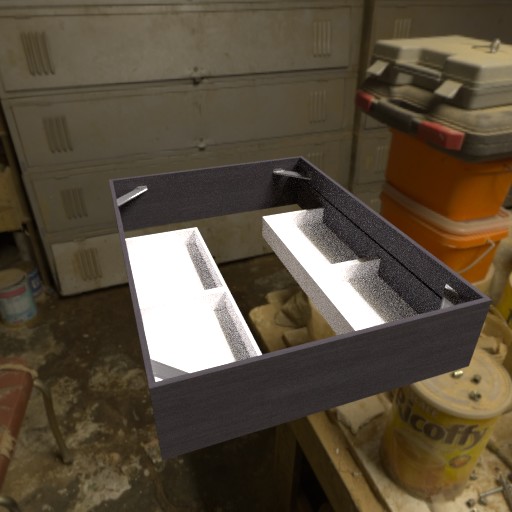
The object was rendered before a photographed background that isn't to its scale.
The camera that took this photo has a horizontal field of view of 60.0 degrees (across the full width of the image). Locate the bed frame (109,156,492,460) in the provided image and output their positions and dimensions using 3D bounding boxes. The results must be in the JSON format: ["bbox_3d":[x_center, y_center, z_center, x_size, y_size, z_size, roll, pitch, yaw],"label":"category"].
[{"bbox_3d":[0.000,0.000,2.567,1.448,0.459,1.944,-11,33,-17],"label":"bed frame"}]
